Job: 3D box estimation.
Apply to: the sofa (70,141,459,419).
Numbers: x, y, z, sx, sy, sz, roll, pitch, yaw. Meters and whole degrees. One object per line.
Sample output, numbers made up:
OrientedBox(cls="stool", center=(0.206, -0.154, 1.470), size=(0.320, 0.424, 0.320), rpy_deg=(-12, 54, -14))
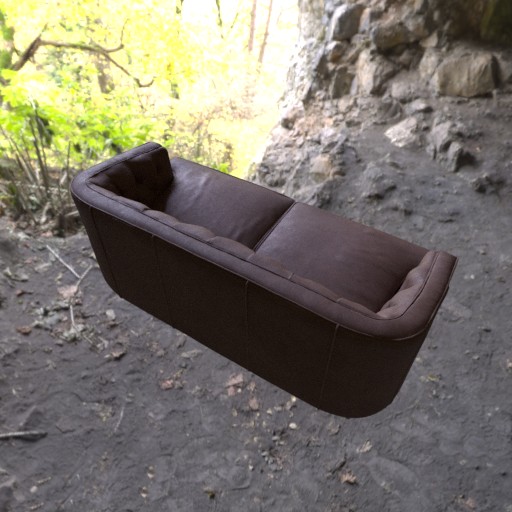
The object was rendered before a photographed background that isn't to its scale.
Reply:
OrientedBox(cls="sofa", center=(0.000, 0.000, 2.258), size=(1.767, 0.799, 0.917), rpy_deg=(24, 51, 21))
